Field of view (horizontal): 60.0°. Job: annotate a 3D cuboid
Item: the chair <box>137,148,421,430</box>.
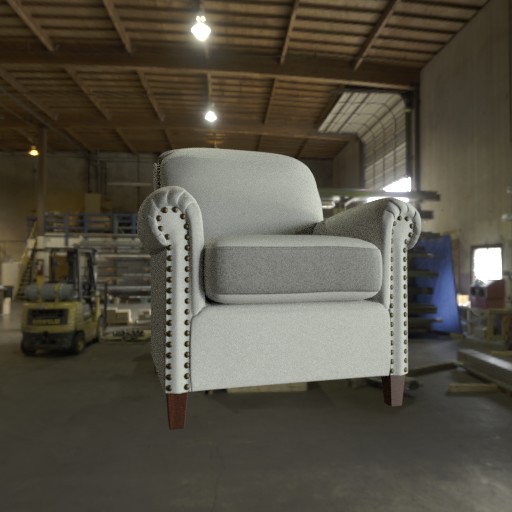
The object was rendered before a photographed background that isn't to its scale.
[{"bbox_3d":[0.000,0.000,1.625,0.854,0.927,0.890,0,-1,-17],"label":"chair"}]
